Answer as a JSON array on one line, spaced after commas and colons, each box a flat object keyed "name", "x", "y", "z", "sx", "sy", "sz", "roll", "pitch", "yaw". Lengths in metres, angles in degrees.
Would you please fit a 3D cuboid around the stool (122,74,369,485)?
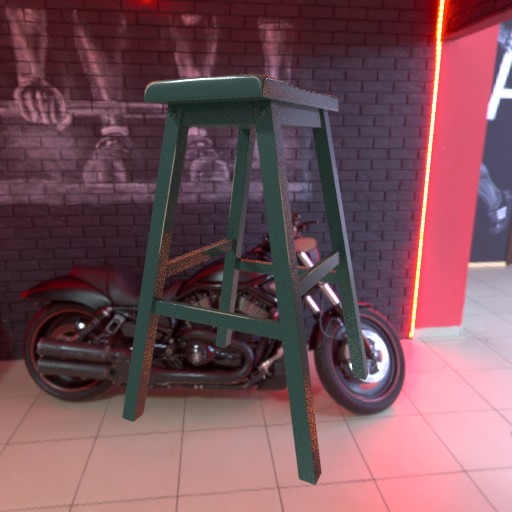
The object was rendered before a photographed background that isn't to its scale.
[{"name": "stool", "x": 0.000, "y": 0.000, "z": 1.045, "sx": 0.476, "sy": 0.737, "sz": 0.457, "roll": 7, "pitch": 16, "yaw": 25}]
